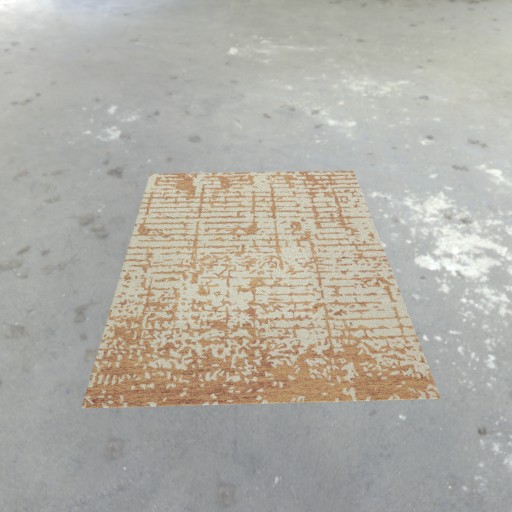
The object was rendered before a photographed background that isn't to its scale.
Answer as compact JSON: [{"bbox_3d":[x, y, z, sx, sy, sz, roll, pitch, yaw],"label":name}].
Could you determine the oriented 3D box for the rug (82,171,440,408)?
[{"bbox_3d":[0.000,0.000,4.158,2.441,0.011,3.050,-1,41,-1],"label":"rug"}]
